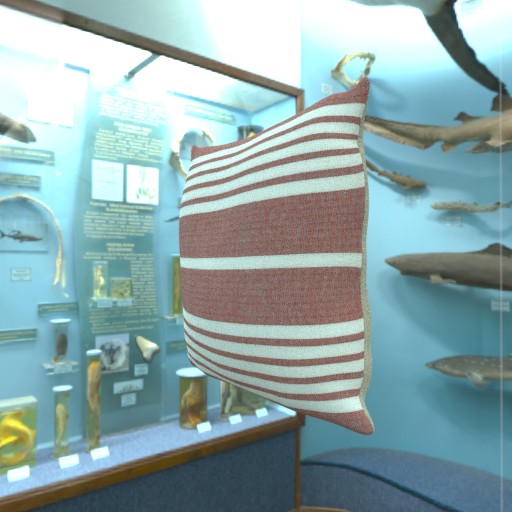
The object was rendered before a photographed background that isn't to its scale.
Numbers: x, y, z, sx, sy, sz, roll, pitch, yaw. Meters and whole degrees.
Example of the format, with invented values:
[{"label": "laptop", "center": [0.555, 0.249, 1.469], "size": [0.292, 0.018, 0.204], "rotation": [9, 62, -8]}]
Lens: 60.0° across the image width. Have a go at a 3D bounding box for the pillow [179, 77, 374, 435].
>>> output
[{"label": "pillow", "center": [0.000, 0.000, 0.686], "size": [0.182, 0.427, 0.439], "rotation": [0, 0, -36]}]
